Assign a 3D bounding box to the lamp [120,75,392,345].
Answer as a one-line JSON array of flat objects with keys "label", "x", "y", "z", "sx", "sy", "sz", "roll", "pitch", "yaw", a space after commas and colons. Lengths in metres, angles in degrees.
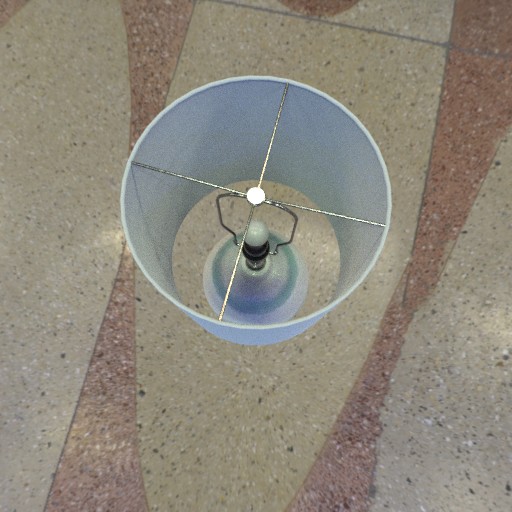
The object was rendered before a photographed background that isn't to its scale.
[{"label": "lamp", "x": 0.000, "y": 0.000, "z": 0.549, "sx": 0.217, "sy": 0.404, "sz": 0.217, "roll": 15, "pitch": 76, "yaw": 4}]
